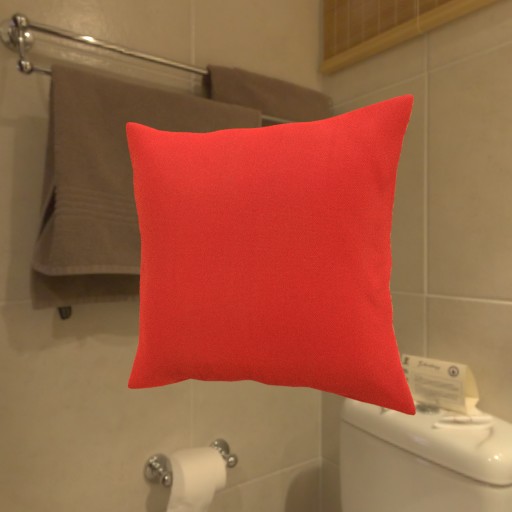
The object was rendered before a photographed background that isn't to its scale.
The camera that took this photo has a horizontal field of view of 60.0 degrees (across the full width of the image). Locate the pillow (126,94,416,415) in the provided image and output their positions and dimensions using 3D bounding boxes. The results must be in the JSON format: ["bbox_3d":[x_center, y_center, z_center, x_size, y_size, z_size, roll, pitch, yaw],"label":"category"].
[{"bbox_3d":[0.000,0.000,0.767,0.522,0.507,0.192,0,1,18],"label":"pillow"}]
